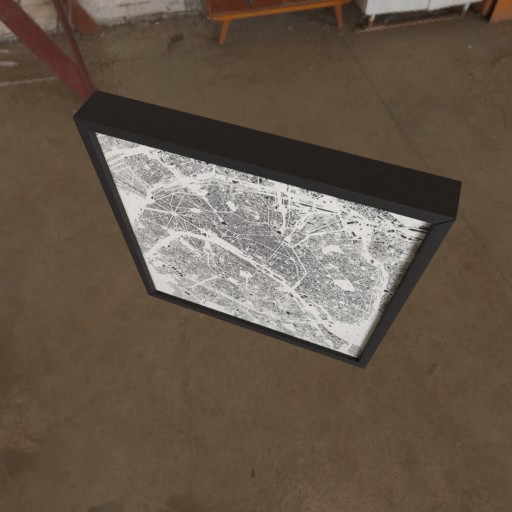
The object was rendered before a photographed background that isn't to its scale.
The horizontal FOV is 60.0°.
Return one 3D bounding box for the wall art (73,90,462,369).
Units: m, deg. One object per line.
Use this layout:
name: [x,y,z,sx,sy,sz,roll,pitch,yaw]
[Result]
wall art: [0.000,0.000,0.467,0.305,0.305,0.037,17,58,11]
